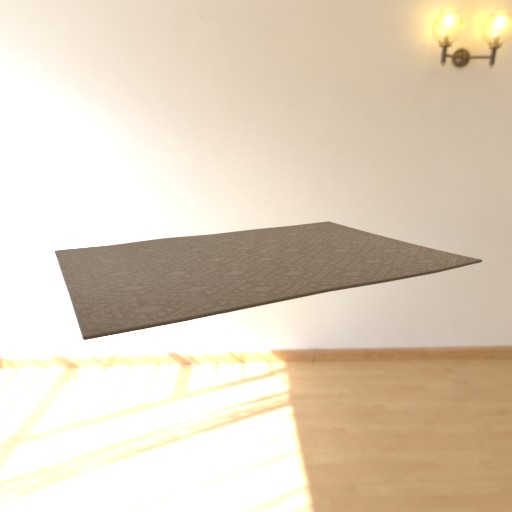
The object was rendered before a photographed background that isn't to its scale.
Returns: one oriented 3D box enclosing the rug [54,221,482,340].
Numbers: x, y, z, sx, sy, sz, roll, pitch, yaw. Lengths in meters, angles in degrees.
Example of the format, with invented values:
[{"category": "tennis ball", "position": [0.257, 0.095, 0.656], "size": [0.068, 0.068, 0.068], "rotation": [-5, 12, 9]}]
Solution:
[{"category": "rug", "position": [0.000, 0.000, 2.280], "size": [1.829, 0.034, 1.252], "rotation": [-7, 16, -26]}]
